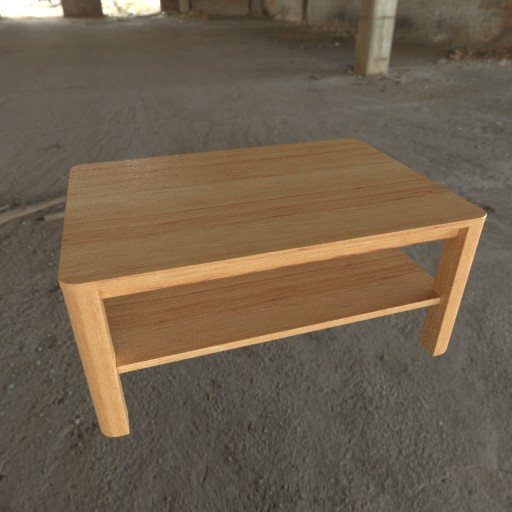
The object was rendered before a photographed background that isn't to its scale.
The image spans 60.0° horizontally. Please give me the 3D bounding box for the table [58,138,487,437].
[{"bbox_3d":[0.000,0.000,1.346,0.997,0.445,0.696,-9,32,-15],"label":"table"}]
